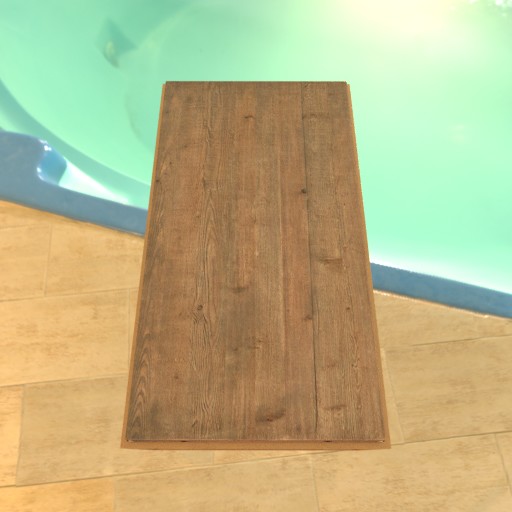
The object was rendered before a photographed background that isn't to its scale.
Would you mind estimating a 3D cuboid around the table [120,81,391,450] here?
[{"bbox_3d":[0.000,0.000,1.731,0.775,0.468,1.387,0,66,0],"label":"table"}]
